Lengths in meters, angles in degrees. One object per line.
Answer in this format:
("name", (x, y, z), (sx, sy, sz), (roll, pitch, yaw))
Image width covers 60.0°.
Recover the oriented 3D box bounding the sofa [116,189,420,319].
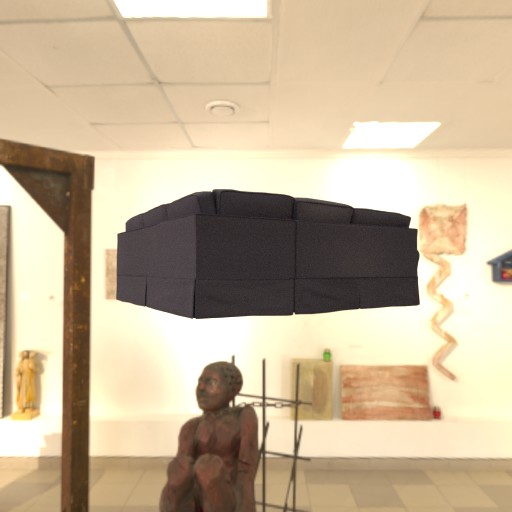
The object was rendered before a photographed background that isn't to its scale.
("sofa", (0.000, 0.000, 5.079), (3.773, 1.169, 2.874), (0, -2, 1))
